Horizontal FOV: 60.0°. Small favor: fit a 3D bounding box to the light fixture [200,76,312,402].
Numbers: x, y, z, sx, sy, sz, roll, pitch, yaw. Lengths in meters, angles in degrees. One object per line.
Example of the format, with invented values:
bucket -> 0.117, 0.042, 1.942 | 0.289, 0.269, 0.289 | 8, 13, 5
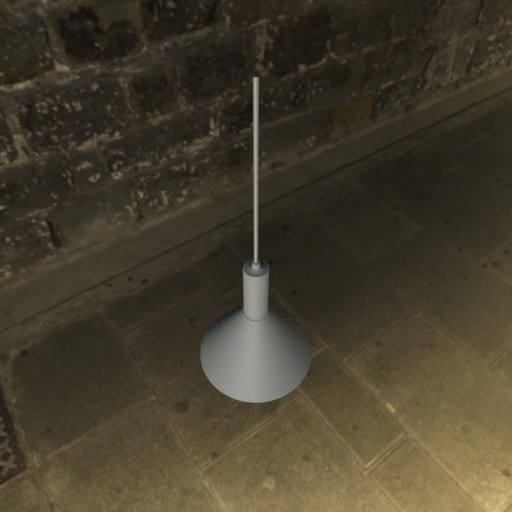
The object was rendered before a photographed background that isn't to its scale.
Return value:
light fixture -> 0.000, 0.000, 0.827 | 0.267, 0.683, 0.267 | -16, 49, -14
